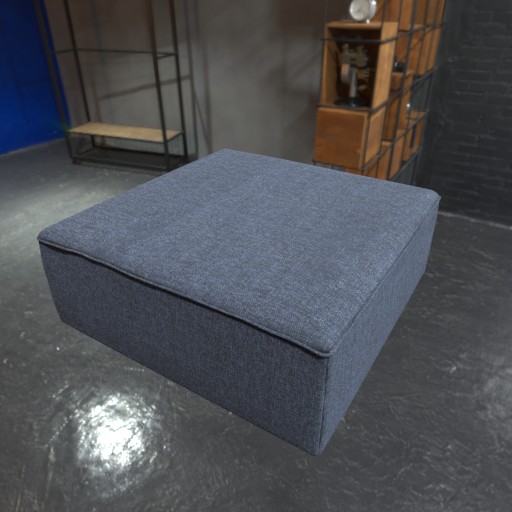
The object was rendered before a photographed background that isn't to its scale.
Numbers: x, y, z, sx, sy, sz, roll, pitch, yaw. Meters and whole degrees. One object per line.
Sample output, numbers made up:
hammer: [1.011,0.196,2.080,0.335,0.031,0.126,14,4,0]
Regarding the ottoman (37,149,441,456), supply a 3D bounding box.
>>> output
ottoman: [0.000,0.000,1.591,1.017,0.423,1.023,18,36,28]
